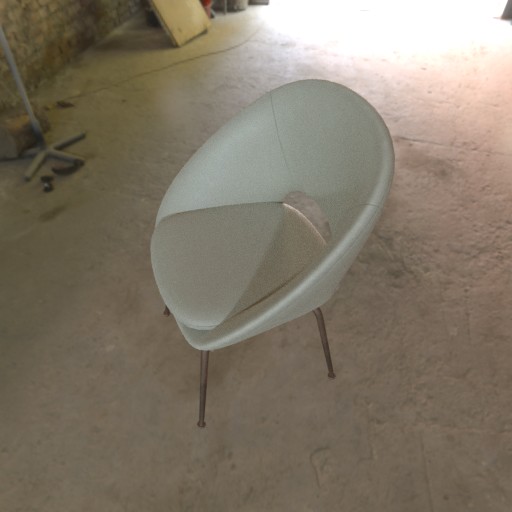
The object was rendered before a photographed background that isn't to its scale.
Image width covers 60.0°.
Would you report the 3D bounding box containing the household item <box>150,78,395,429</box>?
[{"bbox_3d":[0.000,0.000,1.261,0.573,0.852,0.623,-16,49,-14],"label":"household item"}]
